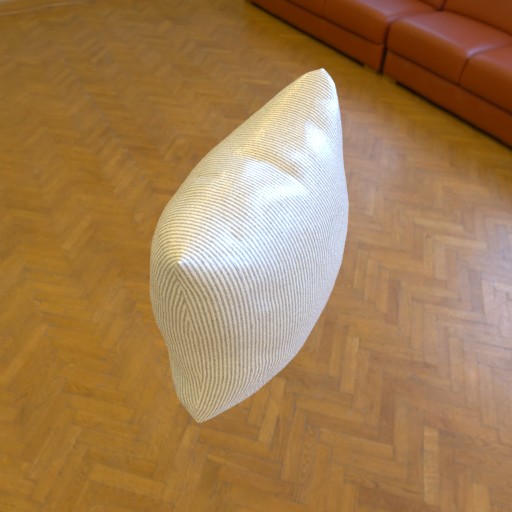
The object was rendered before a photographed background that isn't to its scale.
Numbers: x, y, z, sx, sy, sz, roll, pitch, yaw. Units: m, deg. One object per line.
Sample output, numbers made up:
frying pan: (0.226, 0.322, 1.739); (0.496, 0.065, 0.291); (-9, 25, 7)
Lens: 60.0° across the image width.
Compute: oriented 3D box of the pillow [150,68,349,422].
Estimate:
pillow: (0.000, 0.000, 0.702); (0.387, 0.432, 0.310); (-24, 51, -21)
